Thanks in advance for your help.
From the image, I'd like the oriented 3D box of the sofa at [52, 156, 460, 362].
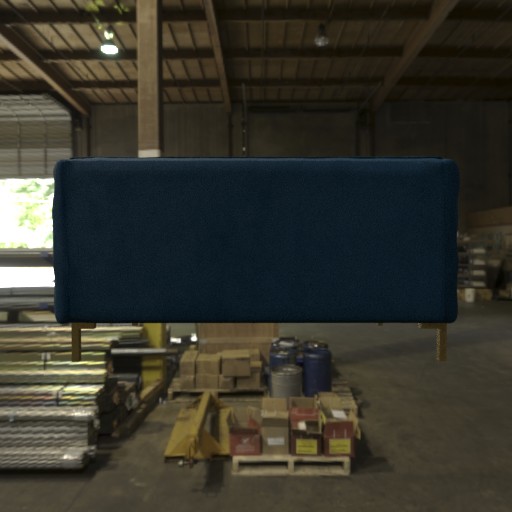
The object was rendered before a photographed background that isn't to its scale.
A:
[{"bbox_3d":[0.000,0.000,2.132,1.583,0.810,0.909,0,1,0],"label":"sofa"}]
